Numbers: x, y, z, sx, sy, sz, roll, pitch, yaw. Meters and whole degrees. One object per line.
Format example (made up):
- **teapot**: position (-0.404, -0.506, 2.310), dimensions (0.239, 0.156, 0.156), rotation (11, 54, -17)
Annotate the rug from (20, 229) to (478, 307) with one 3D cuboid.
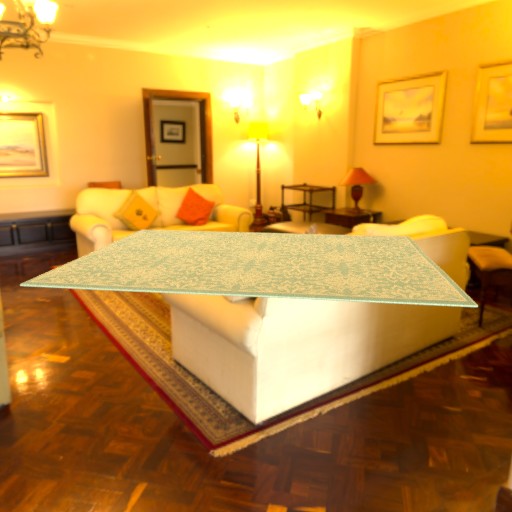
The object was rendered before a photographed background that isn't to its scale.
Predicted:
- **rug**: position (0.000, 0.000, 2.864), dimensions (2.205, 0.014, 1.589), rotation (2, 14, 8)
